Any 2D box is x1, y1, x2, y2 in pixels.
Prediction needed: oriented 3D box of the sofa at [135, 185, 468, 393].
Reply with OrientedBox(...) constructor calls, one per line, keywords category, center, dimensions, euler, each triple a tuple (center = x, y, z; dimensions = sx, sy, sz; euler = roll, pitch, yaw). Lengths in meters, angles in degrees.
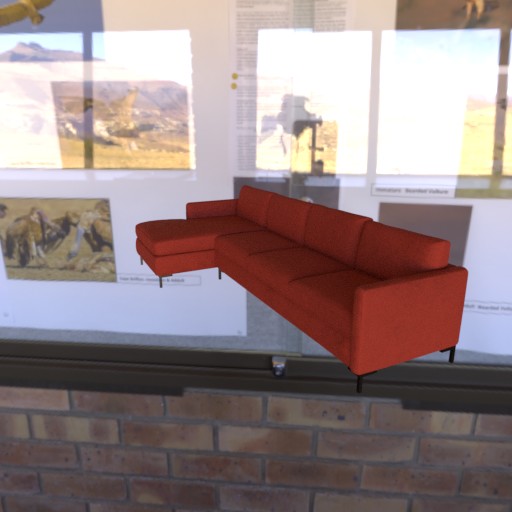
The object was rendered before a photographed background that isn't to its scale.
OrientedBox(category="sofa", center=(0.000, 0.000, 3.011), dimensions=(1.136, 0.663, 2.467), euler=(-8, 19, -26))
